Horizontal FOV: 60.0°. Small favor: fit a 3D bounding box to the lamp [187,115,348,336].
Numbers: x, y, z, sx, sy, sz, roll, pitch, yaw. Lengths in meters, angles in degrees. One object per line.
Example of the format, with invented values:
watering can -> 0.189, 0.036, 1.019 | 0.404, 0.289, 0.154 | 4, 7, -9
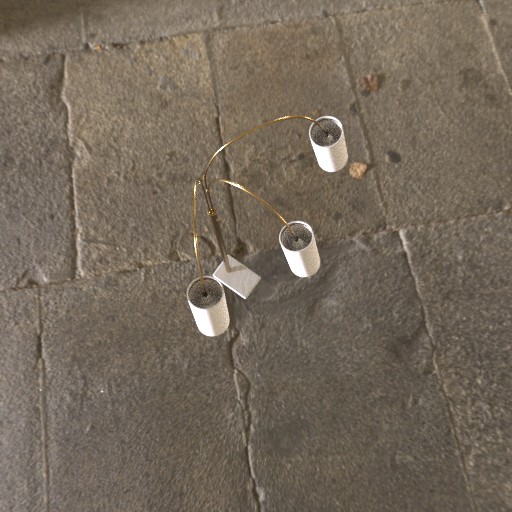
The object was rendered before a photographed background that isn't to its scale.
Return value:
lamp -> 0.000, 0.000, 2.482 | 0.667, 2.055, 1.020 | 35, 78, 8
